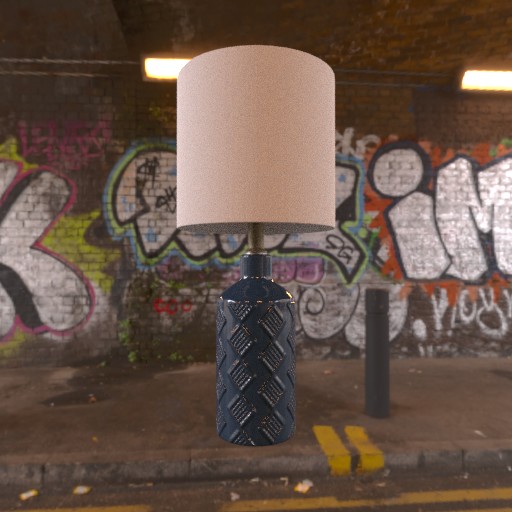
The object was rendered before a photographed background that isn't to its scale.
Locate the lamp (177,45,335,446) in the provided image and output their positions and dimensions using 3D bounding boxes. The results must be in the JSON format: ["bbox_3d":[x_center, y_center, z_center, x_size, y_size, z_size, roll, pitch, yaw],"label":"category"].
[{"bbox_3d":[0.000,0.000,0.587,0.207,0.461,0.207,-1,-1,35],"label":"lamp"}]
